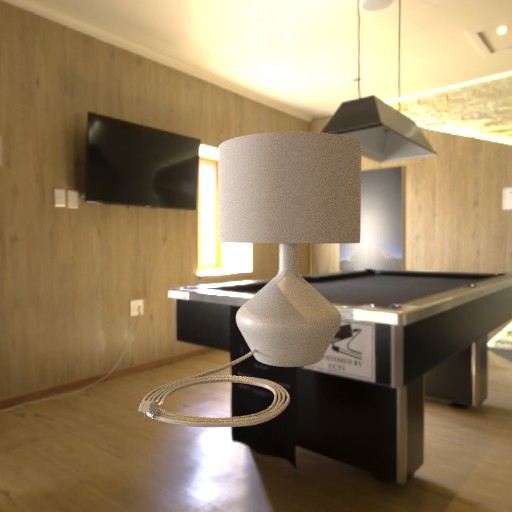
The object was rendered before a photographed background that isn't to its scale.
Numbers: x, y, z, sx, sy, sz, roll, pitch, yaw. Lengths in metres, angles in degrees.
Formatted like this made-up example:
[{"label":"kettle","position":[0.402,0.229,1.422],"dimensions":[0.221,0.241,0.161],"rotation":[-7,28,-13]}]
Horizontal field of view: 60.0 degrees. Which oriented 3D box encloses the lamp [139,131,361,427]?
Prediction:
[{"label":"lamp","position":[0.000,0.000,0.858],"dimensions":[0.546,0.457,0.401],"rotation":[-2,3,-35]}]
